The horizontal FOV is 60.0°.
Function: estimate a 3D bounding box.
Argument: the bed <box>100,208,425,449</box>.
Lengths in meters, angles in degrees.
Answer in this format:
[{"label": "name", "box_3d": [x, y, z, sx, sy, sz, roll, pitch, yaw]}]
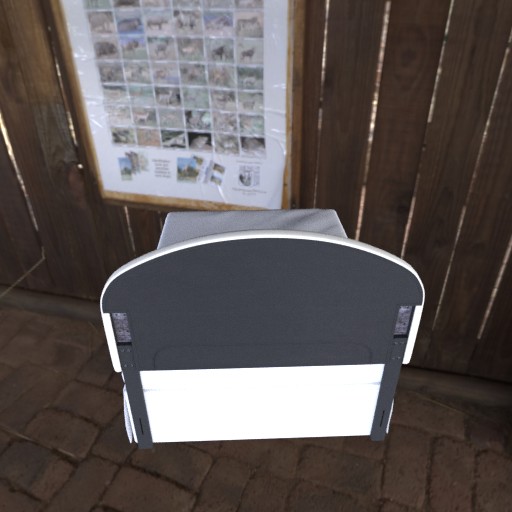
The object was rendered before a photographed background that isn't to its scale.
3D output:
[{"label": "bed", "box_3d": [0.000, 0.000, 3.100, 1.607, 1.410, 2.005, -1, 31, -2]}]
